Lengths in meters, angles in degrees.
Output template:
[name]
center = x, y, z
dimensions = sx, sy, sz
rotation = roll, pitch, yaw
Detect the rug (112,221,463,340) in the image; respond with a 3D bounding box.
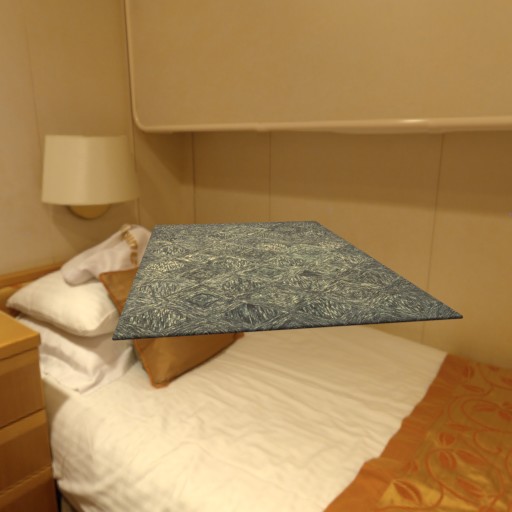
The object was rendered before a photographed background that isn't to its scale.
[rug]
center = 0.000, 0.000, 2.935
dimensions = 1.478, 0.017, 2.330
rotation = -2, 15, -8
